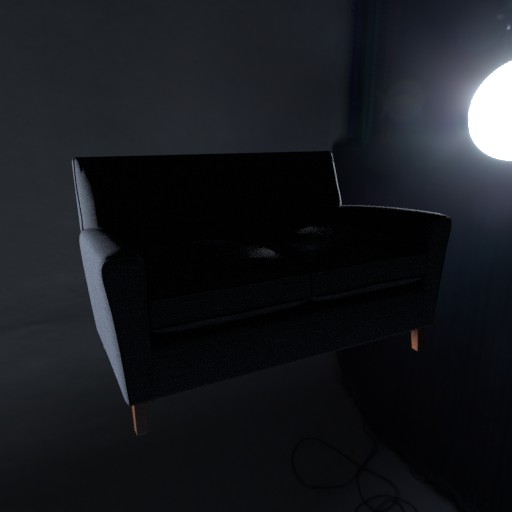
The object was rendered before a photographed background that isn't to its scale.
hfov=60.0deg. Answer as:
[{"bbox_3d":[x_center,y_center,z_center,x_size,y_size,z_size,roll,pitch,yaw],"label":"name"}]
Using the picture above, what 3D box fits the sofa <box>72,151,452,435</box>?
[{"bbox_3d":[0.000,0.000,1.953,1.420,0.846,0.875,-8,18,-26],"label":"sofa"}]
